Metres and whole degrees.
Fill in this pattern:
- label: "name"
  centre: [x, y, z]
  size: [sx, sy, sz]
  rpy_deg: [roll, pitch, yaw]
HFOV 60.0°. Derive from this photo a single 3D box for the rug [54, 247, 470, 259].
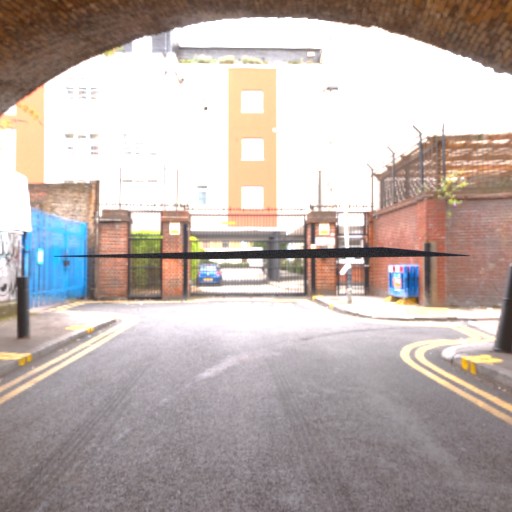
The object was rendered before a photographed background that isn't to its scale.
- label: "rug"
  centre: [0.000, 0.000, 2.317]
  size: [1.819, 0.005, 1.200]
  rpy_deg: [-1, -2, 37]
